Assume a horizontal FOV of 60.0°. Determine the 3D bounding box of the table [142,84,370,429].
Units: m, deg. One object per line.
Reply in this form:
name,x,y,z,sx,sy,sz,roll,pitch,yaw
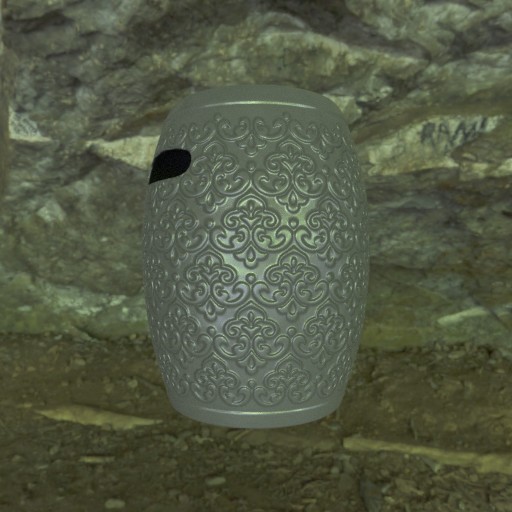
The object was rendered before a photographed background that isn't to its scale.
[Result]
table,0.000,0.000,0.620,0.309,0.397,0.309,0,0,0
